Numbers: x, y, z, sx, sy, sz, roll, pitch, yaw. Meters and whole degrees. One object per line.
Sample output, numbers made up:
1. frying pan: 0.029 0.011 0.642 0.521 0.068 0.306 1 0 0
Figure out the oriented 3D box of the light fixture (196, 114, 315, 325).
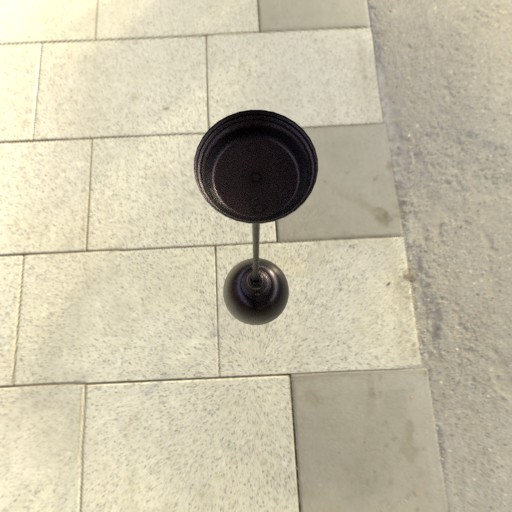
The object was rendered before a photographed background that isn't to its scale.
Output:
1. light fixture: 0.000 0.000 0.855 0.182 0.768 0.182 -5 75 -1
